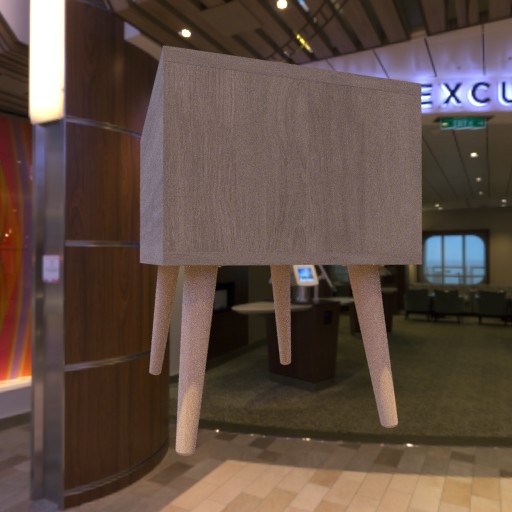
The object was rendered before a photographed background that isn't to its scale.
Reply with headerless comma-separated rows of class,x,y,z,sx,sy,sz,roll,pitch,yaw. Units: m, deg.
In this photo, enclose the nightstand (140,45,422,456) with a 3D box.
nightstand,0.000,0.000,0.802,0.380,0.500,0.450,0,0,-18
